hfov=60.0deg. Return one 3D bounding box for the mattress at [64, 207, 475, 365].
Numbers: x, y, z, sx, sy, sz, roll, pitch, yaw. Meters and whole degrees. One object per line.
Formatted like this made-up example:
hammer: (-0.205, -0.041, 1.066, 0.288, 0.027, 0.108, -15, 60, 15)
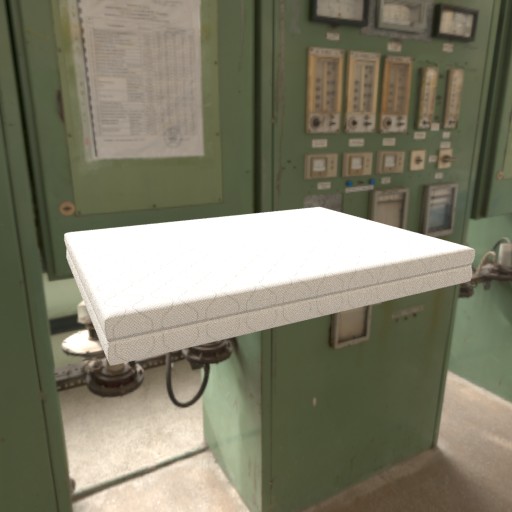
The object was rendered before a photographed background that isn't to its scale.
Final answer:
mattress: (0.000, 0.000, 2.539, 1.900, 0.200, 1.400, -9, 19, -27)
